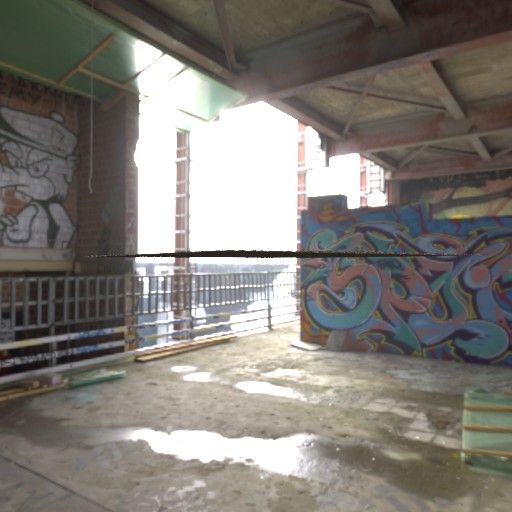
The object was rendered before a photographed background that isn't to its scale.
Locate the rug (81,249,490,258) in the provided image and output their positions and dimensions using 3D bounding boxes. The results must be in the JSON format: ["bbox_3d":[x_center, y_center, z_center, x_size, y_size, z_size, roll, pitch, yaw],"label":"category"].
[{"bbox_3d":[0.000,0.000,4.056,2.438,0.010,3.048,1,-1,-35],"label":"rug"}]
